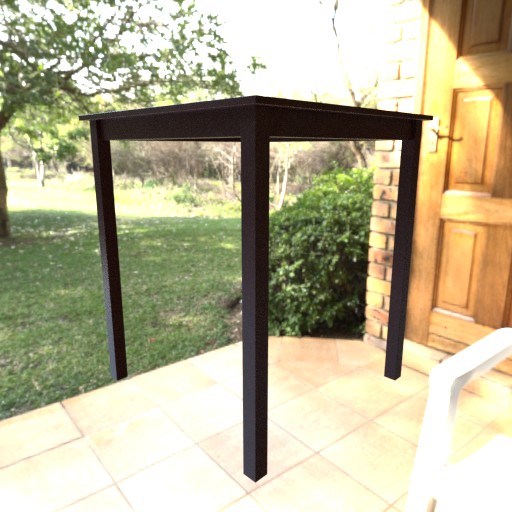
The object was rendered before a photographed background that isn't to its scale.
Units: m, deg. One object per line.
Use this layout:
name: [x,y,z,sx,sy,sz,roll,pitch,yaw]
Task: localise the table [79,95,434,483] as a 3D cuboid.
table: [0.000,0.000,1.637,0.861,0.991,0.861,-13,19,-43]
